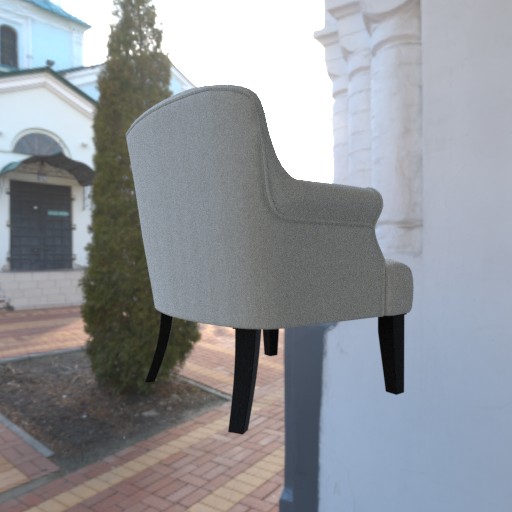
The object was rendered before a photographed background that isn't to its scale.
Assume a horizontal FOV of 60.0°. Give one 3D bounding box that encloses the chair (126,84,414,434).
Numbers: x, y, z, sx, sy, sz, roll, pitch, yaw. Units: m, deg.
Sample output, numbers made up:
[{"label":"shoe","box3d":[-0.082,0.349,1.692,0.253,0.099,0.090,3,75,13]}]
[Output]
[{"label":"chair","box3d":[0.000,0.000,1.486,0.750,0.875,0.781,0,1,-37]}]
